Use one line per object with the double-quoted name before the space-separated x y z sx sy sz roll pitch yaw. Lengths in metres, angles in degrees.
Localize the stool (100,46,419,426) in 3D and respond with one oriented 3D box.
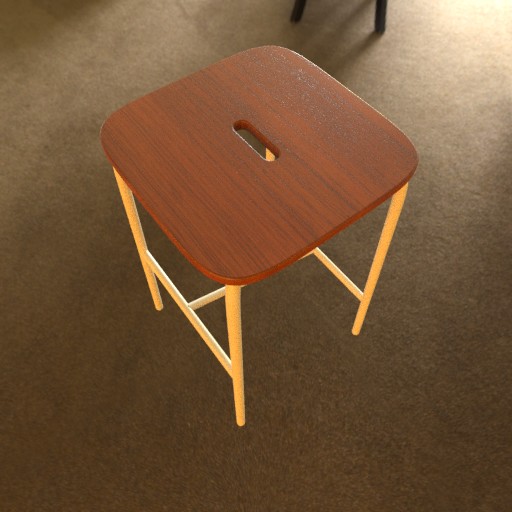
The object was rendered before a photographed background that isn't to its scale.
"stool" 0.000 0.000 0.875 0.376 0.610 0.376 -33 64 -19
